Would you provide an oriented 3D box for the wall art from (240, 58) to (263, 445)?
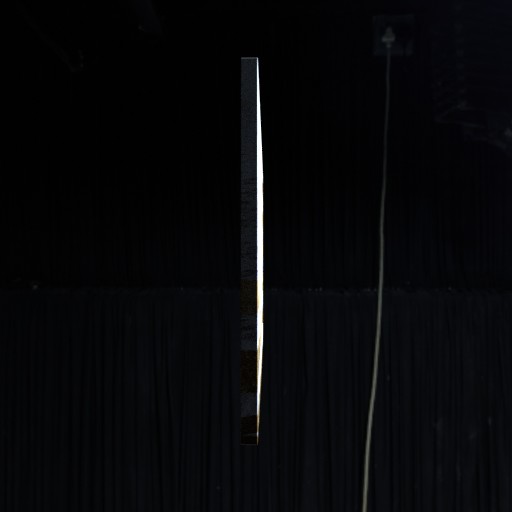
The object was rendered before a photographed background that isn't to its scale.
[{"bbox_3d":[0.000,0.000,1.164,0.027,0.610,0.932,0,-1,1],"label":"wall art"}]
